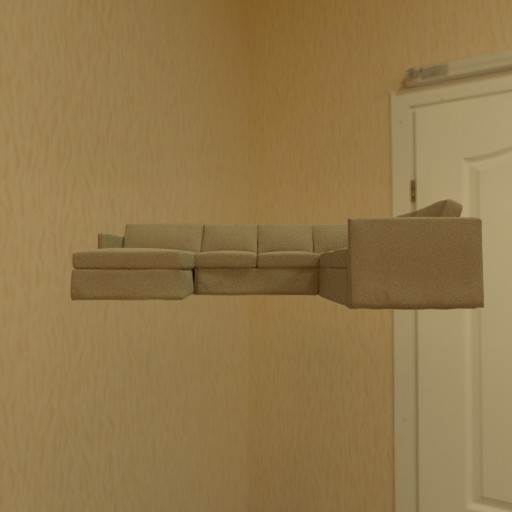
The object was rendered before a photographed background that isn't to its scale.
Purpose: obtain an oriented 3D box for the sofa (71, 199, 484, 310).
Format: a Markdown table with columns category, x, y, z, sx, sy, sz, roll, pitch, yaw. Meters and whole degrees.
| category | x | y | z | sx | sy | sz | roll | pitch | yaw |
| --- | --- | --- | --- | --- | --- | --- | --- | --- | --- |
| sofa | 0.000 | 0.000 | 4.578 | 3.528 | 0.878 | 2.476 | 0 | -1 | 0 |
